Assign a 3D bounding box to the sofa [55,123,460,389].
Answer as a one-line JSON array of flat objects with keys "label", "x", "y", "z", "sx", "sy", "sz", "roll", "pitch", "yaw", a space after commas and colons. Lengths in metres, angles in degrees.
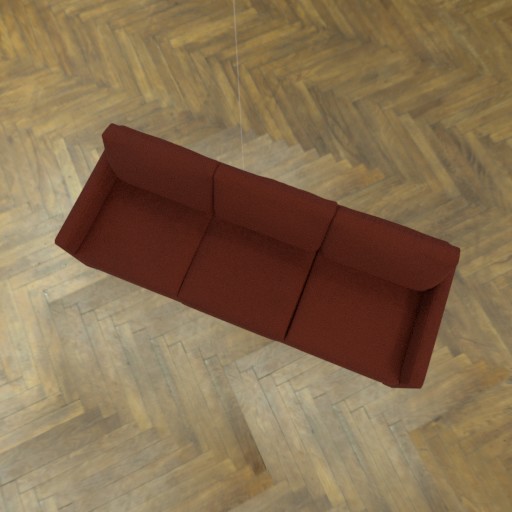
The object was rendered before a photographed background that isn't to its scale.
[{"label": "sofa", "x": 0.000, "y": 0.000, "z": 2.743, "sx": 2.252, "sy": 0.879, "sz": 0.875, "roll": 21, "pitch": 75, "yaw": 6}]
